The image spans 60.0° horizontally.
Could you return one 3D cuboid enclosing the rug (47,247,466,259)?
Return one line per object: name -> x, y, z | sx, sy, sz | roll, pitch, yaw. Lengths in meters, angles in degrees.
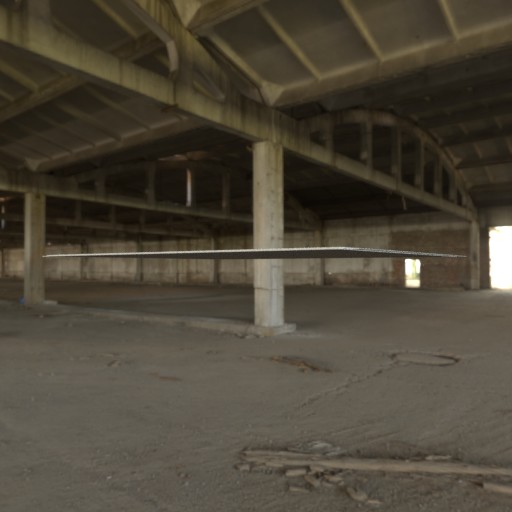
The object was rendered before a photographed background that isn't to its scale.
rug -> 0.000, 0.000, 4.031 | 3.051, 0.013, 2.380 | -1, -2, 37
